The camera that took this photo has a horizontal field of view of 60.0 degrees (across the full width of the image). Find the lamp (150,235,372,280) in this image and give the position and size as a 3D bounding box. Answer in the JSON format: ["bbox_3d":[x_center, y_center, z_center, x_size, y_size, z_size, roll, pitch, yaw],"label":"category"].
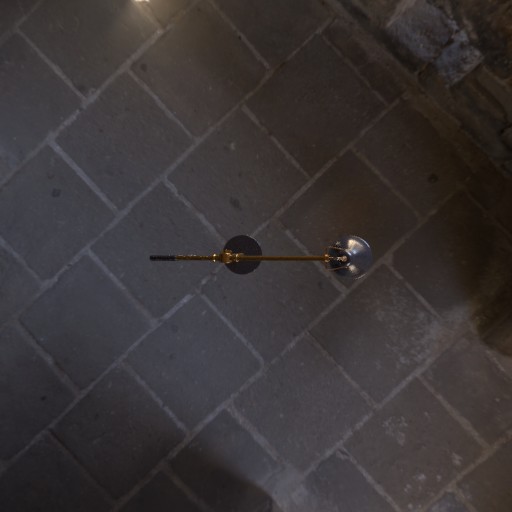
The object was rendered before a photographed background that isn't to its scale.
[{"bbox_3d":[0.000,0.000,1.839,0.618,1.628,0.235,0,91,0],"label":"lamp"}]
